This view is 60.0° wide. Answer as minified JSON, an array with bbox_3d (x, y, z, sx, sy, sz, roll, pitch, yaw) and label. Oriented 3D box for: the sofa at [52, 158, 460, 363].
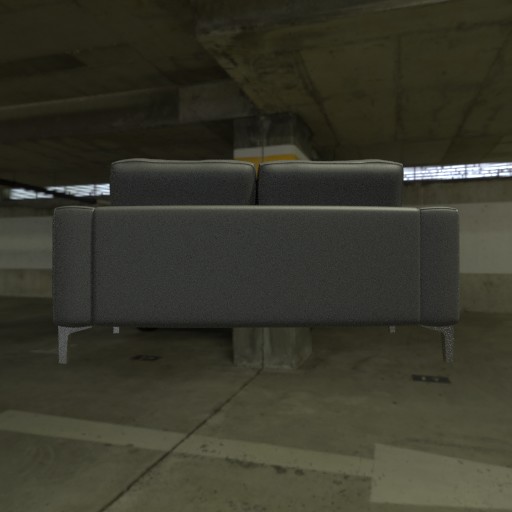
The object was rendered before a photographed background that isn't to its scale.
[{"bbox_3d":[0.000,0.000,2.232,1.726,0.892,0.833,0,0,-1],"label":"sofa"}]
